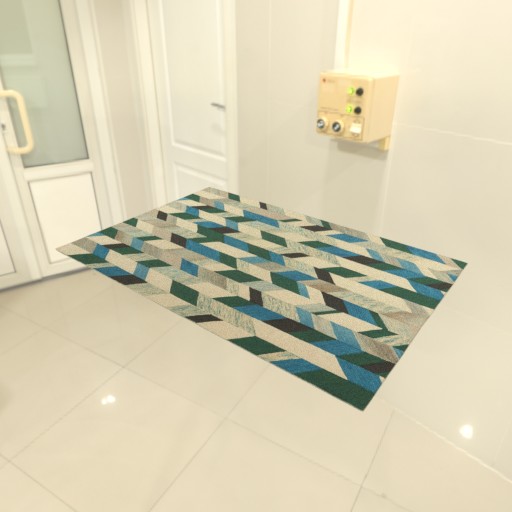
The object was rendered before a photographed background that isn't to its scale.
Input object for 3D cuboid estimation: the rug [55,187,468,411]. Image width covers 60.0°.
[{"bbox_3d":[0.000,0.000,2.346,1.827,0.005,1.229,21,35,32],"label":"rug"}]
